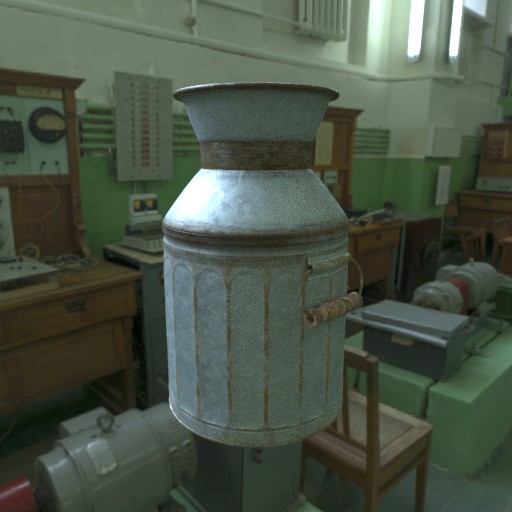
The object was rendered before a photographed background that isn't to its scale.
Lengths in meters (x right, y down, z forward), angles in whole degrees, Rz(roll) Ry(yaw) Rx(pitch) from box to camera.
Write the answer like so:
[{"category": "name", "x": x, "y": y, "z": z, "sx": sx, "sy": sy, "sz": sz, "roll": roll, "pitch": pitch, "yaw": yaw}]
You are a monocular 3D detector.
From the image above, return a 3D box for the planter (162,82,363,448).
[{"category": "planter", "x": 0.000, "y": 0.000, "z": 0.518, "sx": 0.248, "sy": 0.358, "sz": 0.215, "roll": 13, "pitch": 18, "yaw": 43}]
